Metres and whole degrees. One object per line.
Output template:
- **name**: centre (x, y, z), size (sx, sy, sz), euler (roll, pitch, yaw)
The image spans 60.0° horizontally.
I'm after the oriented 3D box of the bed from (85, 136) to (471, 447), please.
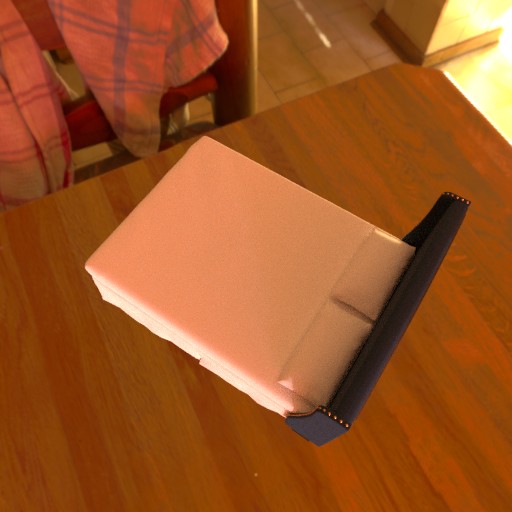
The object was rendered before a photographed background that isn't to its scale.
- **bed**: centre (0.000, 0.000, 3.262), size (2.223, 1.402, 1.604), euler (31, 68, 14)
